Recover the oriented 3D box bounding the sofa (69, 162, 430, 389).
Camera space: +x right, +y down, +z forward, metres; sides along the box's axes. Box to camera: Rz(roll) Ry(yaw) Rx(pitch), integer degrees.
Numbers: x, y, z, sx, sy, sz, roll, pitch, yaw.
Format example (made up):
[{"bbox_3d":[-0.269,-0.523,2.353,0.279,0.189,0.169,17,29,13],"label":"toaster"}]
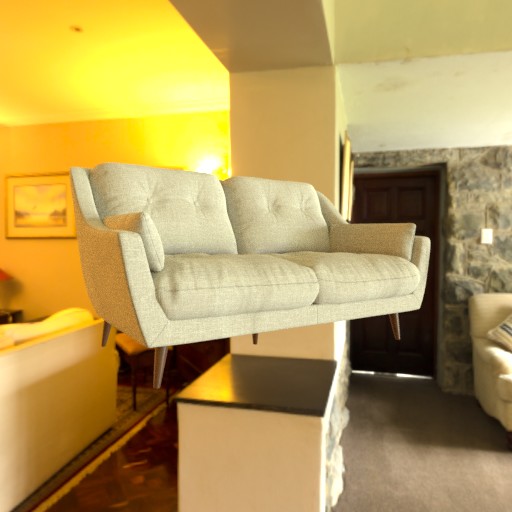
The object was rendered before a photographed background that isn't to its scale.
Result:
[{"bbox_3d":[0.000,0.000,2.201,1.652,0.888,0.965,-1,2,-36],"label":"sofa"}]
